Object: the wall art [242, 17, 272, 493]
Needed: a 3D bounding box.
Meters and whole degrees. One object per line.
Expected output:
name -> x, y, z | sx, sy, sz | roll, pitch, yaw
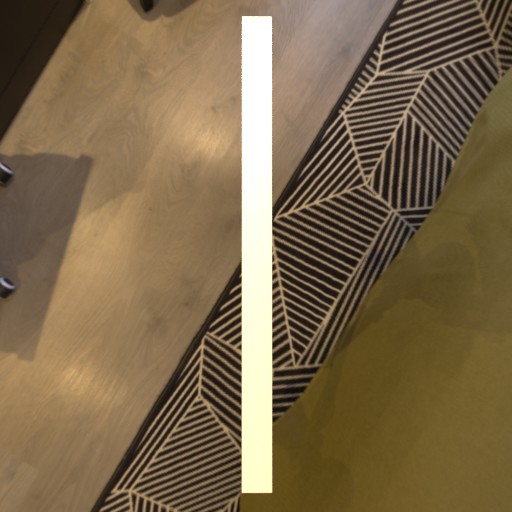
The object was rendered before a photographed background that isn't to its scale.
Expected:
wall art -> 0.000, 0.000, 1.384 | 0.066, 0.801, 1.056 | 0, 89, 0
